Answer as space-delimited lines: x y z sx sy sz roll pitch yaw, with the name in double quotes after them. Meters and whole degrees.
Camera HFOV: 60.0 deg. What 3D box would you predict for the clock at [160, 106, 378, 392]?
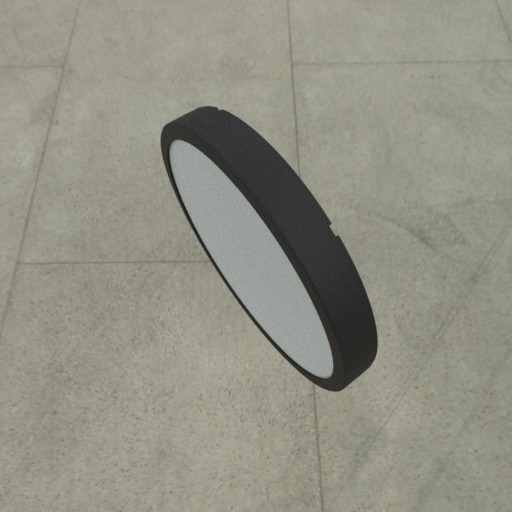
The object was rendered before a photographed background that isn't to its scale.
0.000 0.000 0.435 0.040 0.293 0.293 -33 69 -15 "clock"
